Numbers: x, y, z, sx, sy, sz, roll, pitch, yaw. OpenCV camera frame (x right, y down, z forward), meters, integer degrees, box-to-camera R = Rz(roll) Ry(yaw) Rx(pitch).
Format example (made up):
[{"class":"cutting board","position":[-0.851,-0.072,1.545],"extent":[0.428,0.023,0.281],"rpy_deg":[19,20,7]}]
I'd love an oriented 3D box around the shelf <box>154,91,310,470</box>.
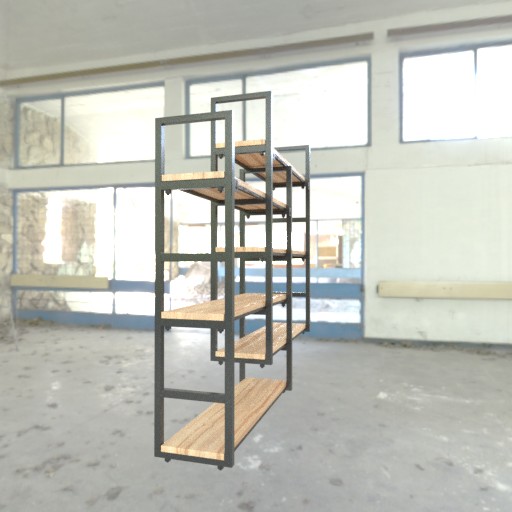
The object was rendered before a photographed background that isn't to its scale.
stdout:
[{"class":"shelf","position":[0.000,0.000,1.408],"extent":[0.183,0.921,0.946],"rpy_deg":[0,-1,17]}]
